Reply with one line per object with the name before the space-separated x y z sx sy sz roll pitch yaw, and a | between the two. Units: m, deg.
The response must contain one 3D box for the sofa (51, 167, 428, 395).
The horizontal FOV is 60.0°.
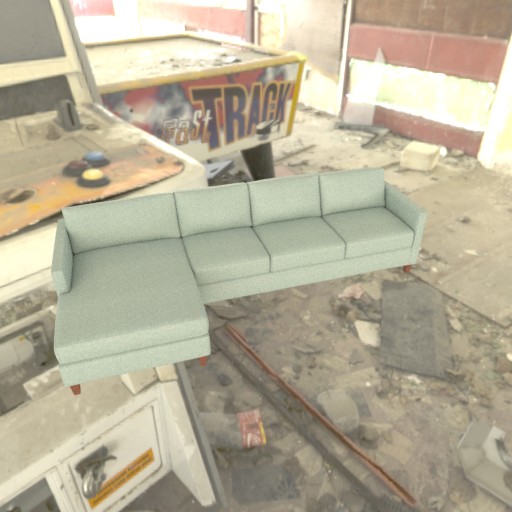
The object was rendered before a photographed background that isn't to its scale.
sofa | 0.000 0.000 4.142 3.470 0.953 1.600 -10 34 -15
